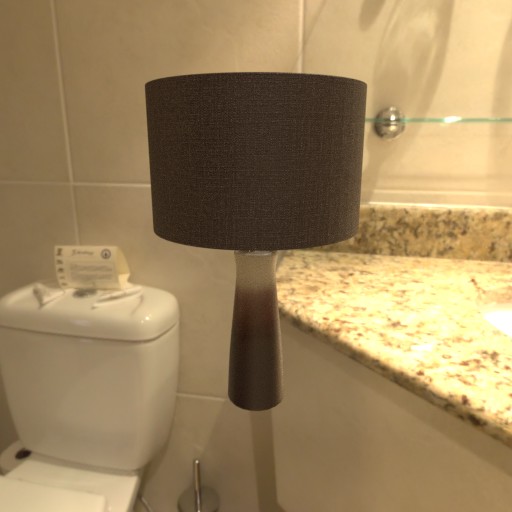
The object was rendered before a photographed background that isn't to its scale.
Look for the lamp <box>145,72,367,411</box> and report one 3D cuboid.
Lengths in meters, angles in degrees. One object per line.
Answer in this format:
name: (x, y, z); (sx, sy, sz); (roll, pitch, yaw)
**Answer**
lamp: (0.000, 0.000, 0.683); (0.303, 0.488, 0.303); (0, 15, 0)
